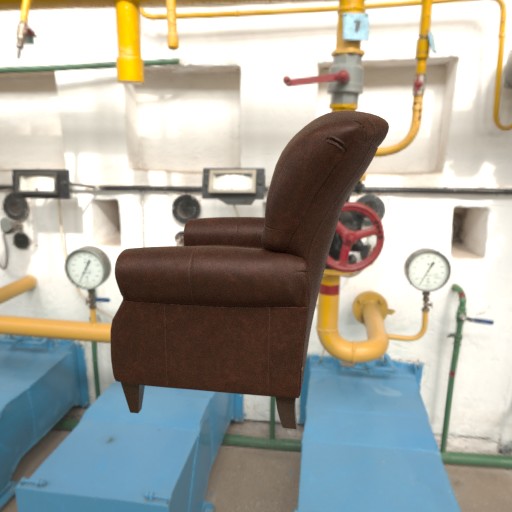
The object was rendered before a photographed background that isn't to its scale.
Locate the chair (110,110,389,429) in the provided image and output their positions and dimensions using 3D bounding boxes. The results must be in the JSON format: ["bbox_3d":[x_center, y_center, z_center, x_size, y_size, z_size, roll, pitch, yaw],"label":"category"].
[{"bbox_3d":[0.000,0.000,1.928,1.031,1.162,0.979,2,13,9],"label":"chair"}]
